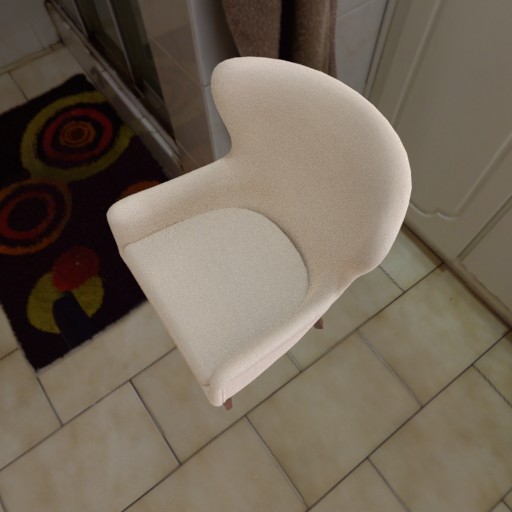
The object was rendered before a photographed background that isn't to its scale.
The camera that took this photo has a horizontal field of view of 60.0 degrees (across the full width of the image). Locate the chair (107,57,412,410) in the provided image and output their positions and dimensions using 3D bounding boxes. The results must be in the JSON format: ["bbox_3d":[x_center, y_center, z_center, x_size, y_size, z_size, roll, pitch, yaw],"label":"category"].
[{"bbox_3d":[0.000,0.000,1.477,0.744,0.990,0.696,-31,68,-15],"label":"chair"}]
